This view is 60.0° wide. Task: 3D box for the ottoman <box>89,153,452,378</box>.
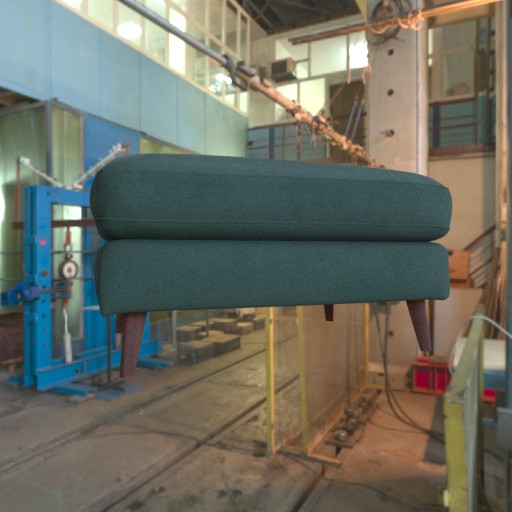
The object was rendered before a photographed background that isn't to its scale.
[{"bbox_3d":[0.000,0.000,1.173,0.811,0.449,0.608,0,1,-19],"label":"ottoman"}]
